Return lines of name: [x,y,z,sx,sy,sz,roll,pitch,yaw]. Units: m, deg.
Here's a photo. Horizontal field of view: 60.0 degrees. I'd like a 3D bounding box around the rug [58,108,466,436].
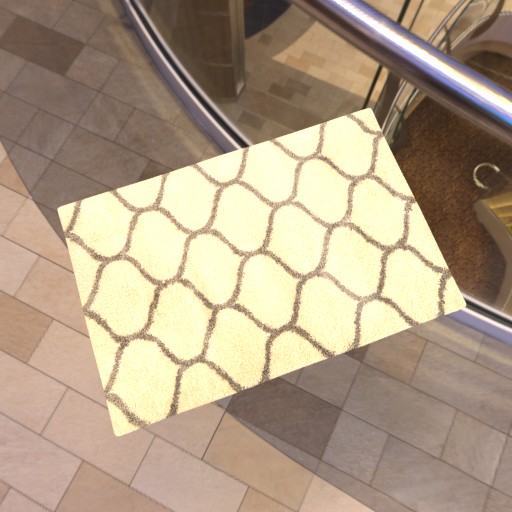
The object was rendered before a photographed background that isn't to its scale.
rug: [0.000,0.000,3.406,2.701,0.026,1.801,-19,75,-5]
